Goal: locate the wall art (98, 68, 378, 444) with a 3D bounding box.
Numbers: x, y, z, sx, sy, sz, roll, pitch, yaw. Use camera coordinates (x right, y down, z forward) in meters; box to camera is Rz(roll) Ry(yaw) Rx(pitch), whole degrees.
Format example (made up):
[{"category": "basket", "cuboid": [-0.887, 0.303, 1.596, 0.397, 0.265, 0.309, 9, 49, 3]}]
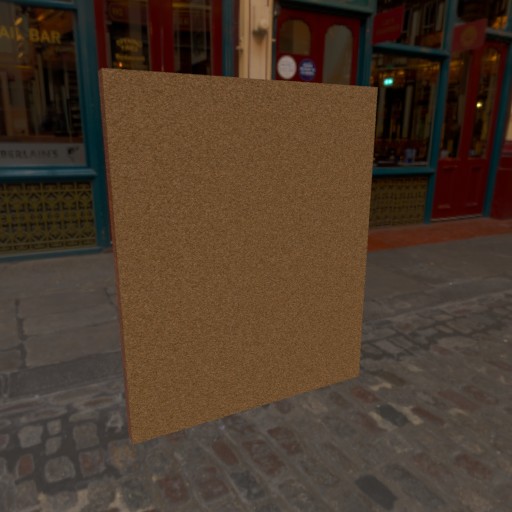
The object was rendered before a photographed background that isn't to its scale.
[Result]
[{"category": "wall art", "cuboid": [0.000, 0.000, 0.764, 0.467, 0.567, 0.033, -7, 16, -27]}]
